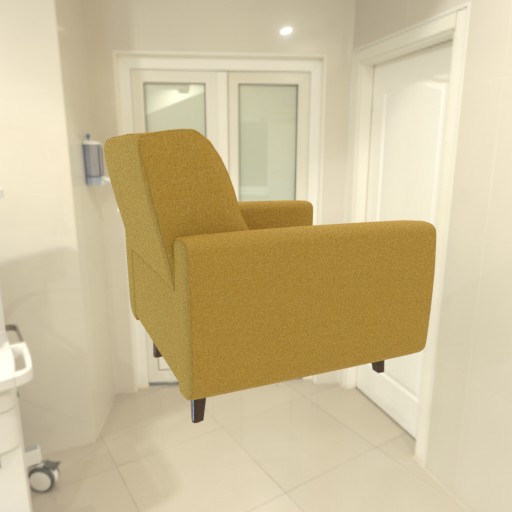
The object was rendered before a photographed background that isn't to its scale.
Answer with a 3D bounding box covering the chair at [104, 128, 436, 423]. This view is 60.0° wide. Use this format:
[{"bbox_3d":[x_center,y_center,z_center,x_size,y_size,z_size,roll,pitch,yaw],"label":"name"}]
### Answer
[{"bbox_3d":[0.000,0.000,1.572,0.909,0.841,0.831,-6,14,-25],"label":"chair"}]
